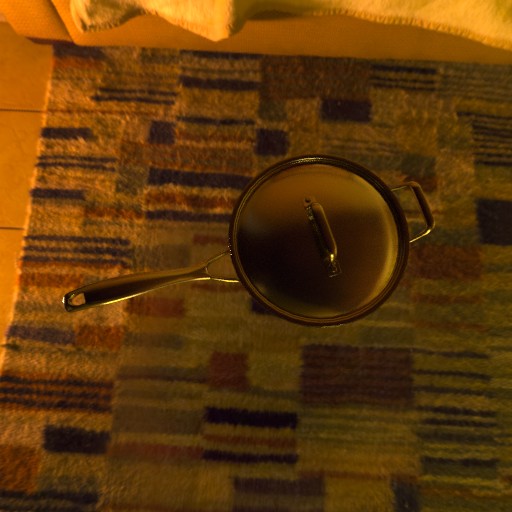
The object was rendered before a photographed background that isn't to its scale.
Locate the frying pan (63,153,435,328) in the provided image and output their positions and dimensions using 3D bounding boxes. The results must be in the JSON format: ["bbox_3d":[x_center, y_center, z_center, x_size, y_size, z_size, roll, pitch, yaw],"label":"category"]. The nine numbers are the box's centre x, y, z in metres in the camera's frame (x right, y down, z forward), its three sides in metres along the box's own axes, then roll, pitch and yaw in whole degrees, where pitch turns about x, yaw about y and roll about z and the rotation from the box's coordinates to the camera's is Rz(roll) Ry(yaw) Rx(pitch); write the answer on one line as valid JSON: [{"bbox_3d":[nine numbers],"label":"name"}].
[{"bbox_3d":[0.000,0.000,0.682,0.561,0.114,0.280,-17,76,-4],"label":"frying pan"}]
